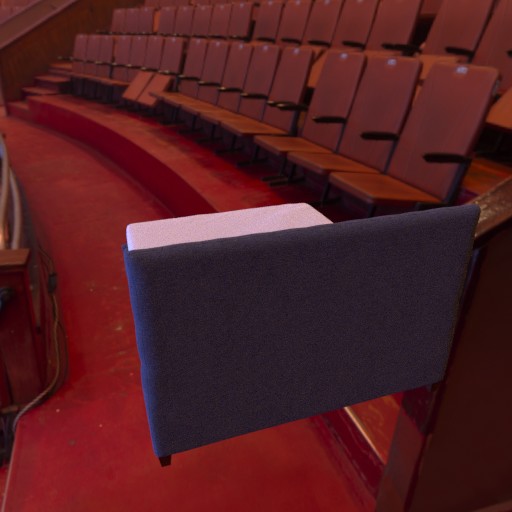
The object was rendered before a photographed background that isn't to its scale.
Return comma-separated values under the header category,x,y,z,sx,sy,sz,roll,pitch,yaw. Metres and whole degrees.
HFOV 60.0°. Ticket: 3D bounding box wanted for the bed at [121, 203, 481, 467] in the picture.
category,x,y,z,sx,sy,sz,roll,pitch,yaw
bed,0.000,0.000,3.630,2.078,1.427,2.387,-9,28,-17
